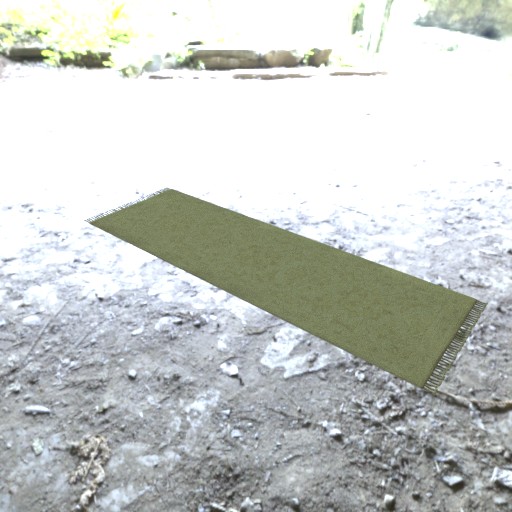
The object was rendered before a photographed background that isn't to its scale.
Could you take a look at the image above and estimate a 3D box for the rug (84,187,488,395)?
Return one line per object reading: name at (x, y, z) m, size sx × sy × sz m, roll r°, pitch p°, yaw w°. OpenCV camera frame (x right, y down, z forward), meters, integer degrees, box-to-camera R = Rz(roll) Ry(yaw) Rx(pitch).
rug at (0.000, 0.000, 2.786) m, size 2.544 × 0.015 × 0.795 m, roll 23°, pitch 38°, yaw 32°
